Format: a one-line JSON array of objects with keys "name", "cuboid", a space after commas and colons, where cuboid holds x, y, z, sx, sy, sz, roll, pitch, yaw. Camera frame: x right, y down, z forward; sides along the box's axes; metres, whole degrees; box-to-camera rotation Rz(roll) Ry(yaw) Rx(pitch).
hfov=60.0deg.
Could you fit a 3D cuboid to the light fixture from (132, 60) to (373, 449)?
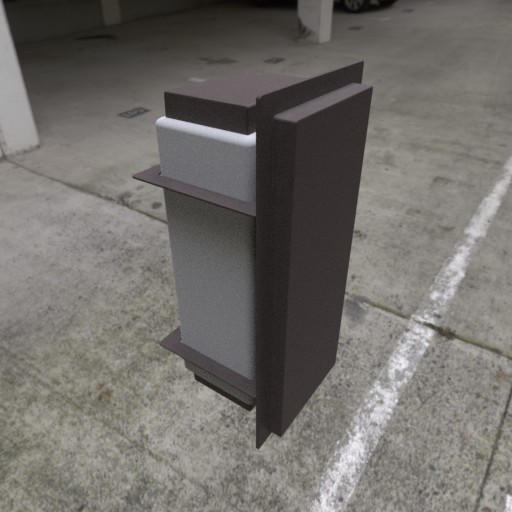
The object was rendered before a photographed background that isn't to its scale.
[{"name": "light fixture", "cuboid": [0.000, 0.000, 0.435, 0.146, 0.347, 0.153, 21, 38, 29]}]
